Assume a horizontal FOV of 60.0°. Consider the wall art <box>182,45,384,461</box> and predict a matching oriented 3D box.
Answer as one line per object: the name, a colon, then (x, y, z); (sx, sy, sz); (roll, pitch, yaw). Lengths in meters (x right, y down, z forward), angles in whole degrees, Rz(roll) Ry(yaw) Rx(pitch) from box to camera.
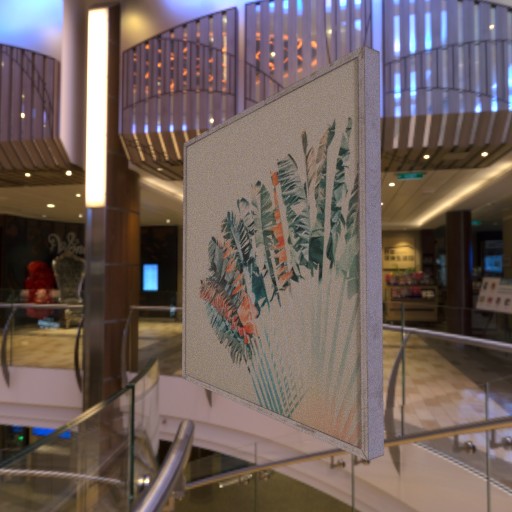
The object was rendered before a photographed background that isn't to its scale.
wall art: (0.000, 0.000, 0.755); (0.029, 0.506, 0.508); (2, -3, -35)
